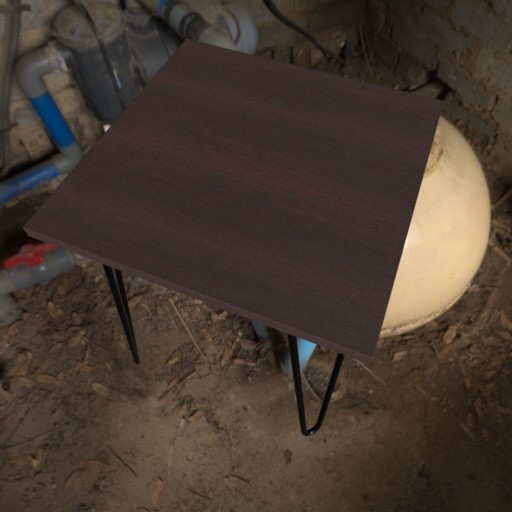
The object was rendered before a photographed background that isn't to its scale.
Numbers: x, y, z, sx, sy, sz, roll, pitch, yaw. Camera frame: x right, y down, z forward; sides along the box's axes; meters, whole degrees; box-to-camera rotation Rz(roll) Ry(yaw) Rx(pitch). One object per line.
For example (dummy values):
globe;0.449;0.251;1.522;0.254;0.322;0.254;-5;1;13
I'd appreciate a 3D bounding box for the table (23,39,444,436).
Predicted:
table;0.000;0.000;0.921;0.495;0.559;0.495;19;59;12
